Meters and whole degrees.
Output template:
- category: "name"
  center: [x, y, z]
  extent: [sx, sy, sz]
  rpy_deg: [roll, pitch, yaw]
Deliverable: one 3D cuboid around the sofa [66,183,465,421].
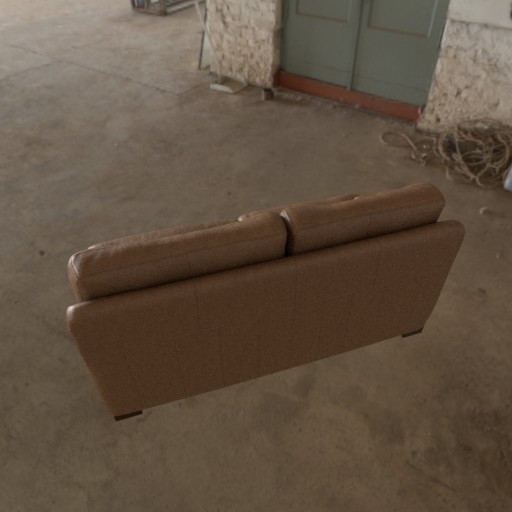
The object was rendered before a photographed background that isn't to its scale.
- category: "sofa"
  center: [0.000, 0.000, 2.442]
  extent: [1.855, 0.980, 0.962]
  rpy_deg: [-12, 43, -14]
